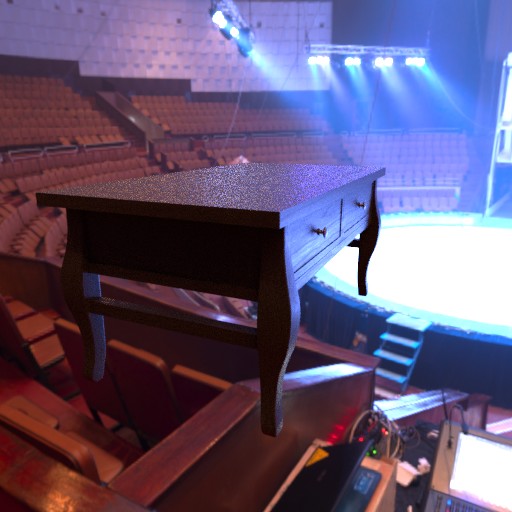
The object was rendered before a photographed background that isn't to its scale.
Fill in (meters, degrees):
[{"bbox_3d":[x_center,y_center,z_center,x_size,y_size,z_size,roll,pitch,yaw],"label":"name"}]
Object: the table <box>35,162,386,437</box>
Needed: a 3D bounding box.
[{"bbox_3d":[0.000,0.000,1.391,0.600,0.494,1.062,7,17,24],"label":"table"}]
